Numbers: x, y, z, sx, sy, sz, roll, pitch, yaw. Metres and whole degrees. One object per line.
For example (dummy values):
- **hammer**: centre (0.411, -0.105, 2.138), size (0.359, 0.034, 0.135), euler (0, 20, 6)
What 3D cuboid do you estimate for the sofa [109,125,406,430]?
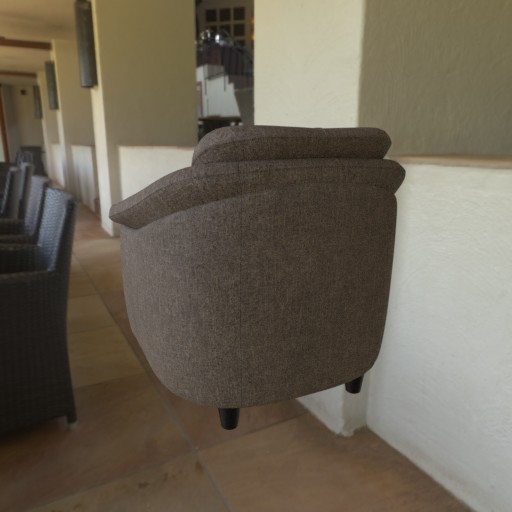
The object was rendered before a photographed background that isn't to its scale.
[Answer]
- **sofa**: centre (0.000, 0.000, 1.482), size (0.870, 0.811, 0.794), euler (-7, 16, -24)
